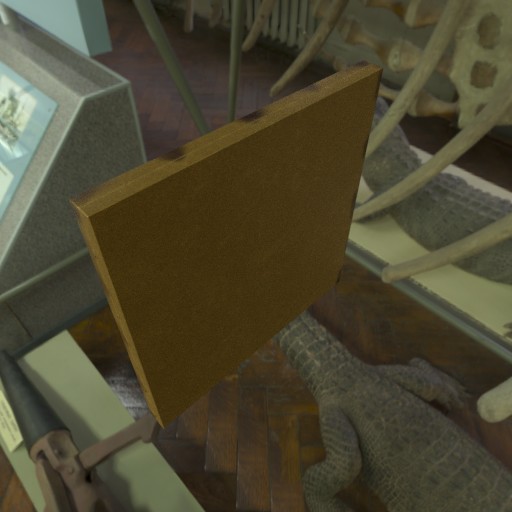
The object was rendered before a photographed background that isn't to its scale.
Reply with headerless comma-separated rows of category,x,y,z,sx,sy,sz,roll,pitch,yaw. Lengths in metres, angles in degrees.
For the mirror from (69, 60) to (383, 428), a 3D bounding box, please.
mirror,0.000,0.000,0.756,0.509,0.507,0.042,-35,55,-29
